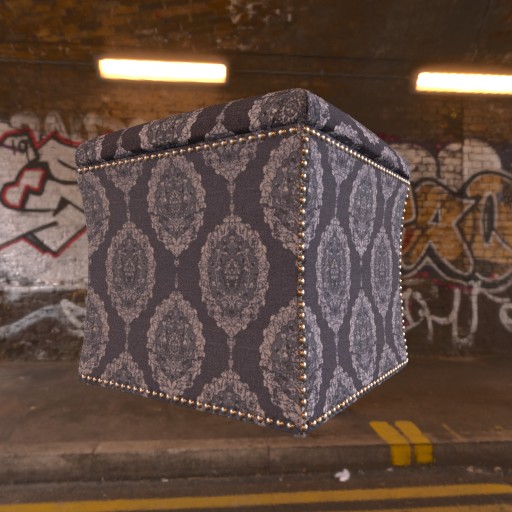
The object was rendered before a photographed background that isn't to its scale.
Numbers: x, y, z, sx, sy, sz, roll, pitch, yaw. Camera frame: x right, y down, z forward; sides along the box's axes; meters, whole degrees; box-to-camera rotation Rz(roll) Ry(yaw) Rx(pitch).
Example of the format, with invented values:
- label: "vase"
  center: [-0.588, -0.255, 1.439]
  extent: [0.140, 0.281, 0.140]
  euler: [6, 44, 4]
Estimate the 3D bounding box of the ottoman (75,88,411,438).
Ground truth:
- label: "ottoman"
  center: [0.000, 0.000, 0.877]
  extent: [0.497, 0.475, 0.507]
  euler: [-1, -1, 34]
